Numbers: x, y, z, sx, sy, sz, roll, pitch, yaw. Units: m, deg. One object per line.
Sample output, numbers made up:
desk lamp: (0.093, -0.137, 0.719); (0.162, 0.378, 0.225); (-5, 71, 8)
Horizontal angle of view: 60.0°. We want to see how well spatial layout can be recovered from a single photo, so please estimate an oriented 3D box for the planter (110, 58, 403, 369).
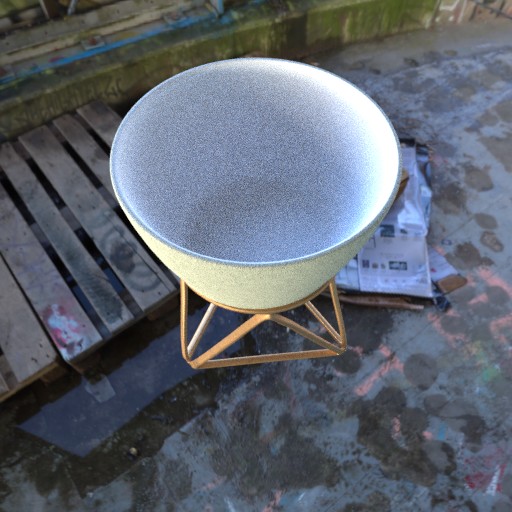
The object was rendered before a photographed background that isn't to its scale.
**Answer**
planter: (0.000, 0.000, 0.748); (0.350, 0.504, 0.350); (-32, 63, -19)
